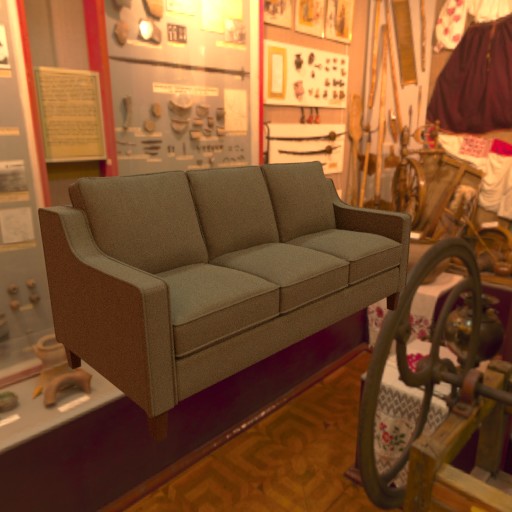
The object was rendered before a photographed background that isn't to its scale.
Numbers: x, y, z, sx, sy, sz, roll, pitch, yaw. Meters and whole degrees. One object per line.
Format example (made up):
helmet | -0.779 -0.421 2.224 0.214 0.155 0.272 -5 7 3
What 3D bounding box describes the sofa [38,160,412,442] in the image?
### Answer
sofa | 0.000 0.000 2.523 1.986 0.974 0.911 -15 22 -43
